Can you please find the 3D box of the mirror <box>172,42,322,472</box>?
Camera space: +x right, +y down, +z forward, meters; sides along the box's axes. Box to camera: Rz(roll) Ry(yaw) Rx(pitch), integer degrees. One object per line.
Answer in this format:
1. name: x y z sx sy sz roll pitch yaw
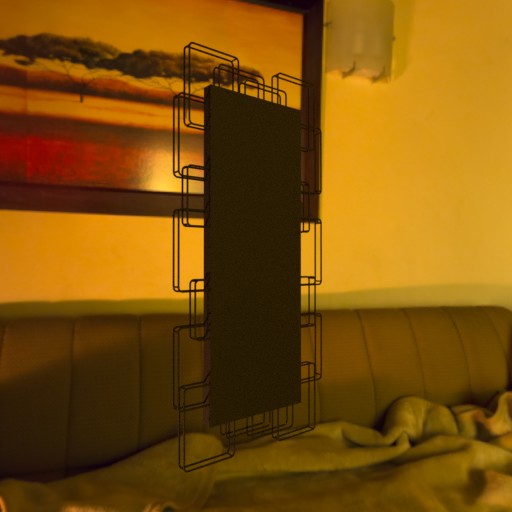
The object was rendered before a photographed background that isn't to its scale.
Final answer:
1. mirror: 0.000 0.000 1.389 0.565 1.192 0.037 0 -1 -38
